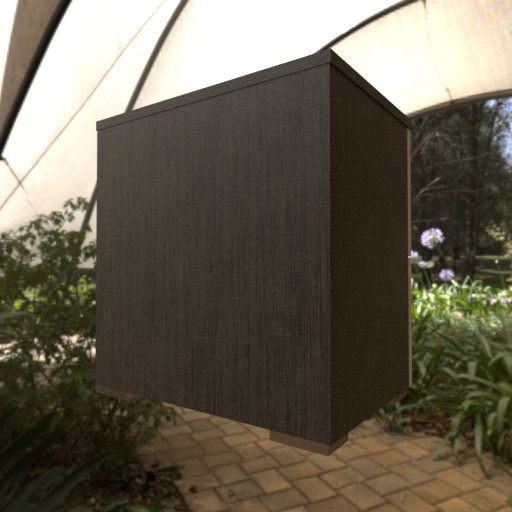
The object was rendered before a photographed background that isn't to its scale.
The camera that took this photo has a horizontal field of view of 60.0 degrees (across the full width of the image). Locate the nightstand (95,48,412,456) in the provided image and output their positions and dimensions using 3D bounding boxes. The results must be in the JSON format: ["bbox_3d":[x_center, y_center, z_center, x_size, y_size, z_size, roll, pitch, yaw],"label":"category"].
[{"bbox_3d":[0.000,0.000,0.758,0.441,0.460,0.325,-1,-1,36],"label":"nightstand"}]
